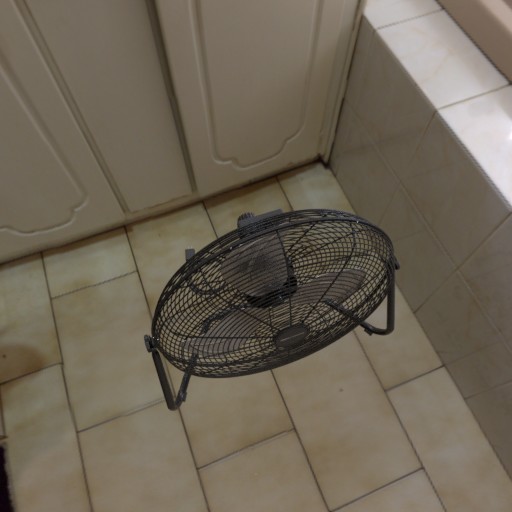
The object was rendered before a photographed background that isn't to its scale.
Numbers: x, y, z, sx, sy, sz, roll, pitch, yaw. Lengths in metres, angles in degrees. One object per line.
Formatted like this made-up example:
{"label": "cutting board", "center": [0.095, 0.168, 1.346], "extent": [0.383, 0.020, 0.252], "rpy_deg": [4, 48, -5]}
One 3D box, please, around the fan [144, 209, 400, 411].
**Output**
{"label": "fan", "center": [0.000, 0.000, 0.941], "extent": [0.555, 0.546, 0.424], "rpy_deg": [-17, 65, -8]}
